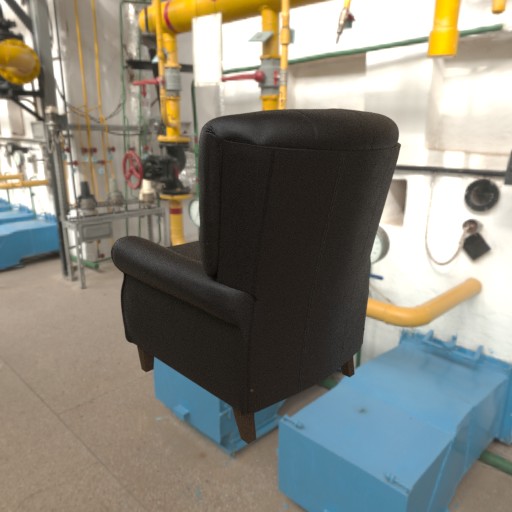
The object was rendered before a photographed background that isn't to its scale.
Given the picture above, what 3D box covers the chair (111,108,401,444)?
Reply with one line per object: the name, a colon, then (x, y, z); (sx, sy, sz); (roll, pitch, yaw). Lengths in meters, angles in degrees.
chair: (0.000, 0.000, 1.875); (0.948, 1.158, 1.058); (-15, 22, -42)
